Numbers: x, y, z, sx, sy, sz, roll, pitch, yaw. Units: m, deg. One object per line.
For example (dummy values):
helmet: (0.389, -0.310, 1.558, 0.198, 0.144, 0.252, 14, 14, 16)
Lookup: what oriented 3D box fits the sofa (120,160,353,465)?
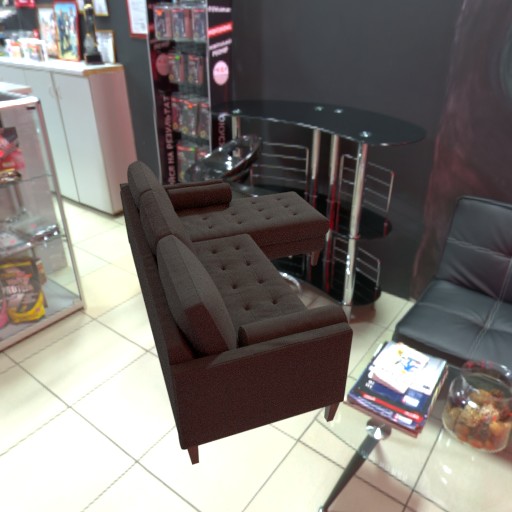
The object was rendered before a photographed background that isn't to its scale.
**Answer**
sofa: (0.000, 0.000, 2.936, 1.506, 0.876, 2.178, -10, 31, -18)
